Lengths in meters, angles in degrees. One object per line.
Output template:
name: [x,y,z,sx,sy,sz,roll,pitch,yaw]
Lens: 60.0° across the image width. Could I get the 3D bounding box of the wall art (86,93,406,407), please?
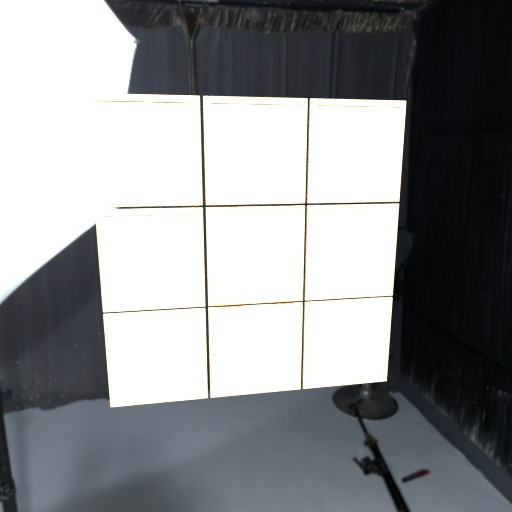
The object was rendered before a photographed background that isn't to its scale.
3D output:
wall art: [0.000,0.000,1.797,1.214,1.219,0.013,-2,13,-10]
